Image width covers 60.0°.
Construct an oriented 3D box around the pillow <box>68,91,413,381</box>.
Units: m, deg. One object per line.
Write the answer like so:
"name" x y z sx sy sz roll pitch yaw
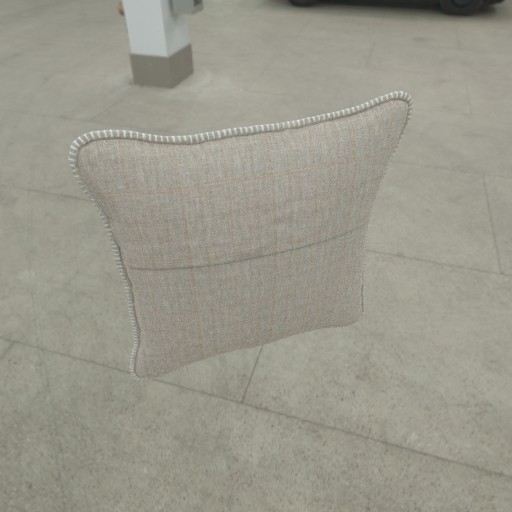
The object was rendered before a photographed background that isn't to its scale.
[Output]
"pillow" 0.000 0.000 0.735 0.485 0.494 0.124 -12 41 -14
